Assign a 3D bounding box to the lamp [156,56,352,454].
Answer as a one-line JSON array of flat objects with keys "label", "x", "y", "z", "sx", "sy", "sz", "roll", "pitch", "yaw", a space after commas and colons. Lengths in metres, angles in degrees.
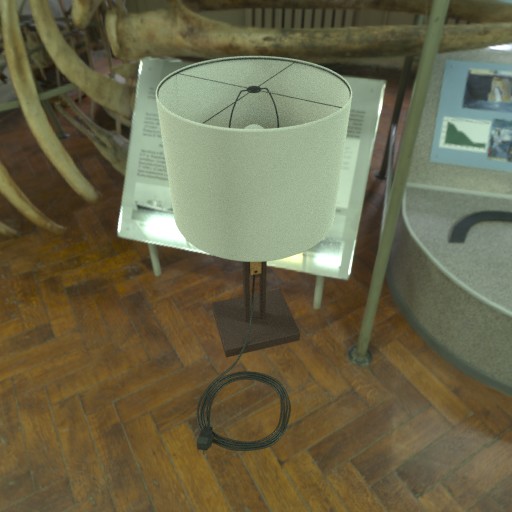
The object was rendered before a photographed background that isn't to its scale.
[{"label": "lamp", "x": 0.000, "y": 0.000, "z": 0.963, "sx": 0.396, "sy": 0.668, "sz": 0.525, "roll": -11, "pitch": 42, "yaw": -12}]
